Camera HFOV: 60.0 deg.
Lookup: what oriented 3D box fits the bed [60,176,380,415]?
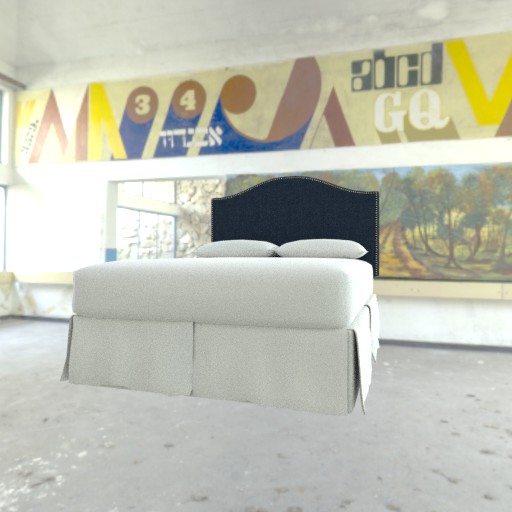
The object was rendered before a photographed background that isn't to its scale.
[{"bbox_3d":[0.000,0.000,3.280,1.725,1.518,2.153,0,0,18],"label":"bed"}]
